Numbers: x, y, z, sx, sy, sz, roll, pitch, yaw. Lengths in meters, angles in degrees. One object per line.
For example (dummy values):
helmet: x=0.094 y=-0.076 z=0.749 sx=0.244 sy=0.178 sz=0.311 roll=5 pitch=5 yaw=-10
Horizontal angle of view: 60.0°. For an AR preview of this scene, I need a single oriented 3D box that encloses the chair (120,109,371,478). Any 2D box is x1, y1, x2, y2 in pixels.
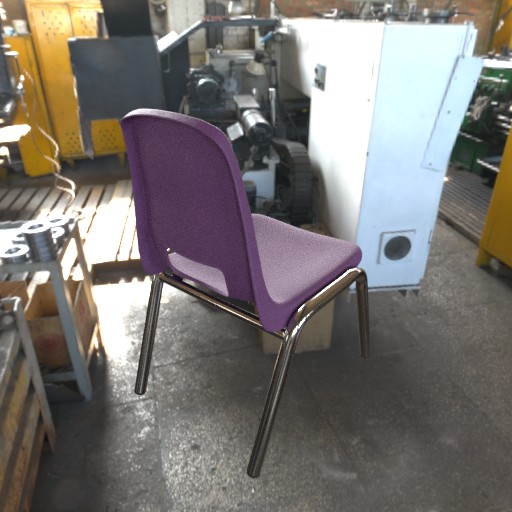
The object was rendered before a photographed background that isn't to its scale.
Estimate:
chair: x=0.000 y=0.000 z=0.840 sx=0.356 sy=0.584 sz=0.419 roll=21 pitch=35 yaw=33
